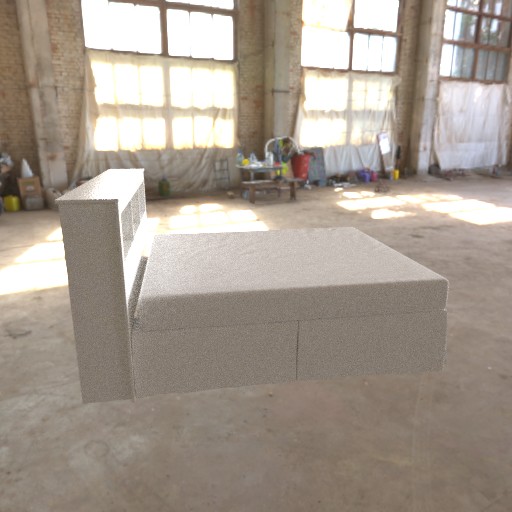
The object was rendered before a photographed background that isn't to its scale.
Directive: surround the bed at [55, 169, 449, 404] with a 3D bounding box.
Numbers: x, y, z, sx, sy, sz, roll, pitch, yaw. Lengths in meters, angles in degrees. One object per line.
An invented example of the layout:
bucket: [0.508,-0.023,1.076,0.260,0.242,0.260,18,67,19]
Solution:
bed: [0.000,0.000,3.116,2.133,1.092,1.671,-3,16,-9]
